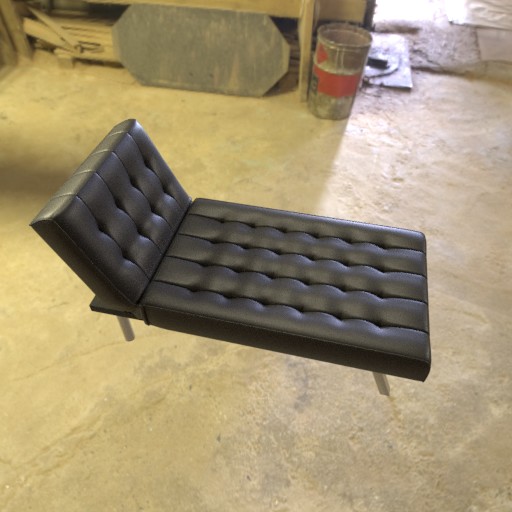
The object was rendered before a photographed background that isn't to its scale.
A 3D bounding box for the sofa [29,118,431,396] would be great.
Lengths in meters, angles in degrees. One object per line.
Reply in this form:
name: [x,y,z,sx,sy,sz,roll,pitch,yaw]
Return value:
sofa: [0.000,0.000,2.015,1.560,0.820,0.760,10,47,9]
